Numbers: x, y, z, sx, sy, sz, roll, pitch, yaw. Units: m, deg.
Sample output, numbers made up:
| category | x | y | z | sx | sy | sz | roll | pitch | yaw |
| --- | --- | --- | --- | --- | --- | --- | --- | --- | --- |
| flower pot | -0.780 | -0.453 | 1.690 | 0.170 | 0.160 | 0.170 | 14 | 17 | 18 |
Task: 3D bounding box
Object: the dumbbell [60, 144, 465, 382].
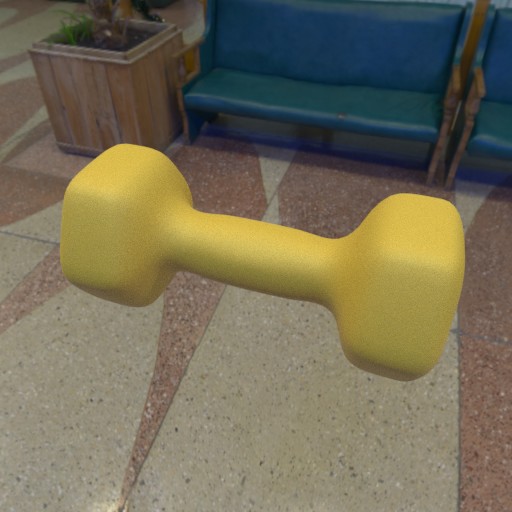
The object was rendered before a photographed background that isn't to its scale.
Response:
| category | x | y | z | sx | sy | sz | roll | pitch | yaw |
| --- | --- | --- | --- | --- | --- | --- | --- | --- | --- |
| dumbbell | 0.000 | 0.000 | 0.227 | 0.190 | 0.082 | 0.090 | 13 | 44 | 14 |
